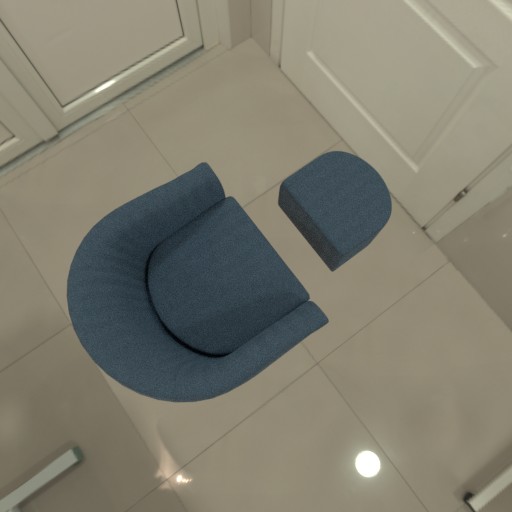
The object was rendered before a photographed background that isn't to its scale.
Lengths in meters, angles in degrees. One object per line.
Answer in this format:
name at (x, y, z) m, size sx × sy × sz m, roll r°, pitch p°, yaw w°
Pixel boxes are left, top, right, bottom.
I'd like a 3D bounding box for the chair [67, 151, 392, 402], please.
chair at (0.000, 0.000, 1.767) m, size 1.288 × 0.757 × 0.756 m, roll -35°, pitch 77°, yaw -9°
